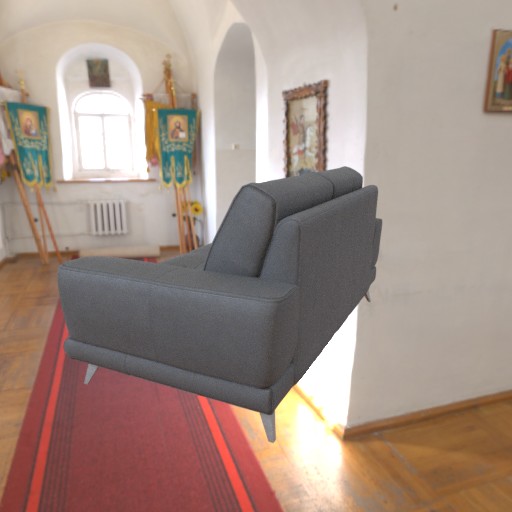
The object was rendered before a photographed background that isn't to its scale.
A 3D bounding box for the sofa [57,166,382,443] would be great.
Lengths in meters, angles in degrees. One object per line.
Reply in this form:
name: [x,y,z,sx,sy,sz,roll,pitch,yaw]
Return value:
sofa: [0.000,0.000,2.388,1.018,0.907,1.806,7,16,25]
